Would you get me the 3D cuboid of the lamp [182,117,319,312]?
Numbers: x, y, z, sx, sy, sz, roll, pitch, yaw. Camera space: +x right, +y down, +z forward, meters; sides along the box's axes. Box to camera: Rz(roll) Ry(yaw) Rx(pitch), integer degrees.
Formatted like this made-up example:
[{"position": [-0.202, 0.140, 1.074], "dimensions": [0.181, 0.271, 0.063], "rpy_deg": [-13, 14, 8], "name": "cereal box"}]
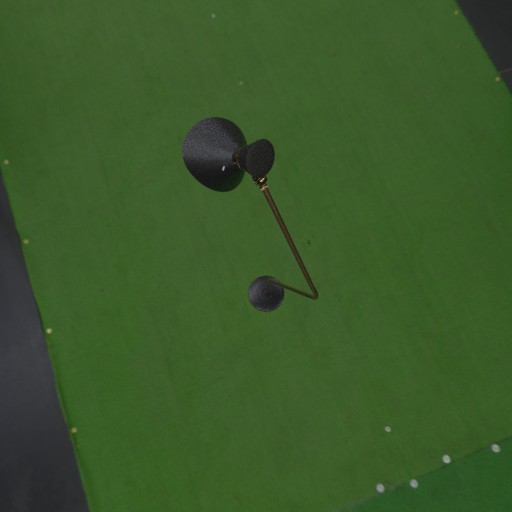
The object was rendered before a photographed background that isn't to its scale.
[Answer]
[{"position": [0.000, 0.000, 1.601], "dimensions": [0.277, 1.438, 0.467], "rpy_deg": [-18, 76, -5], "name": "lamp"}]
